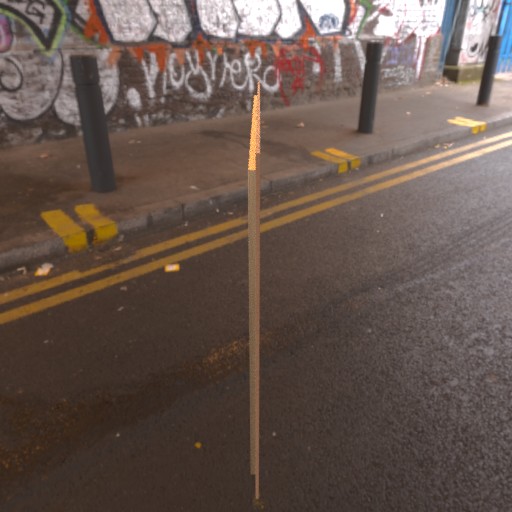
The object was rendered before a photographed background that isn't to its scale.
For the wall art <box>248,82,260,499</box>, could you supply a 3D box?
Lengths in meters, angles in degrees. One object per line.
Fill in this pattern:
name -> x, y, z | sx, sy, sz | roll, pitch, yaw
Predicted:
wall art -> 0.000, 0.000, 1.627 | 0.025, 1.067, 1.168 | 0, 28, 0
